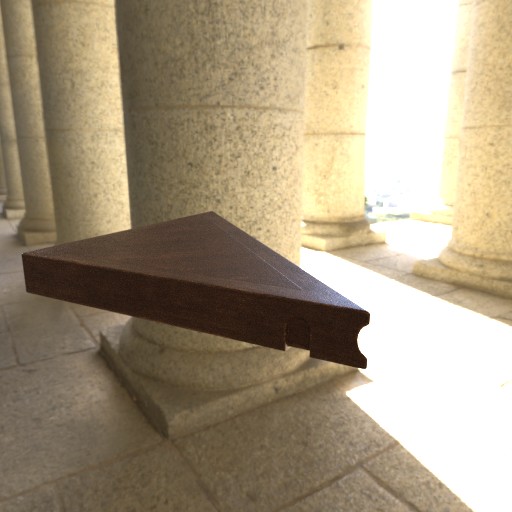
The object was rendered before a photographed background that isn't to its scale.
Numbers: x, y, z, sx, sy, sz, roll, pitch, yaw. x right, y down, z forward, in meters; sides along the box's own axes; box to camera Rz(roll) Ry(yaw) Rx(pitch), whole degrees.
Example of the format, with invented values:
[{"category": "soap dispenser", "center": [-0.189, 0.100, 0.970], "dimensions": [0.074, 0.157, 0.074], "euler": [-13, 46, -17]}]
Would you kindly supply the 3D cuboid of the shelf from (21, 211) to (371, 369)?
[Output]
[{"category": "shelf", "center": [0.000, 0.000, 0.438], "dimensions": [0.296, 0.035, 0.296], "euler": [7, 15, 27]}]
